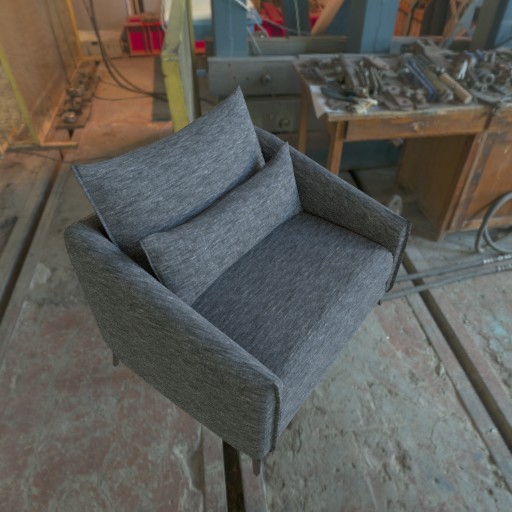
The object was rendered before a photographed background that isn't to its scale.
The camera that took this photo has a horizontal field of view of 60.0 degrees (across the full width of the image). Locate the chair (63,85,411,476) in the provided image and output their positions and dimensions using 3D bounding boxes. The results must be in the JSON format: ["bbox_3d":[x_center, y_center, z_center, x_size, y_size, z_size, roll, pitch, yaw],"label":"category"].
[{"bbox_3d":[0.000,0.000,1.593,0.805,0.842,1.004,26,48,27],"label":"chair"}]
